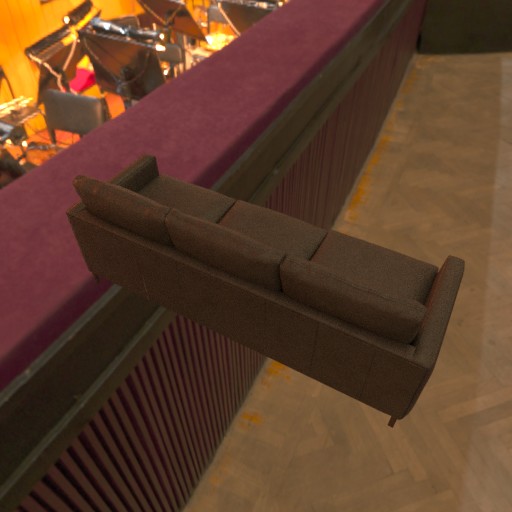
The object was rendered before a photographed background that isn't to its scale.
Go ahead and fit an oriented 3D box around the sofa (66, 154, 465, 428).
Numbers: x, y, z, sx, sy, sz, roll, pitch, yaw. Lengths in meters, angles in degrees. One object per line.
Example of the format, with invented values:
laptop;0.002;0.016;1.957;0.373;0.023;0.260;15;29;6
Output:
sofa;0.000;0.000;2.435;2.029;0.805;0.748;22;48;20
